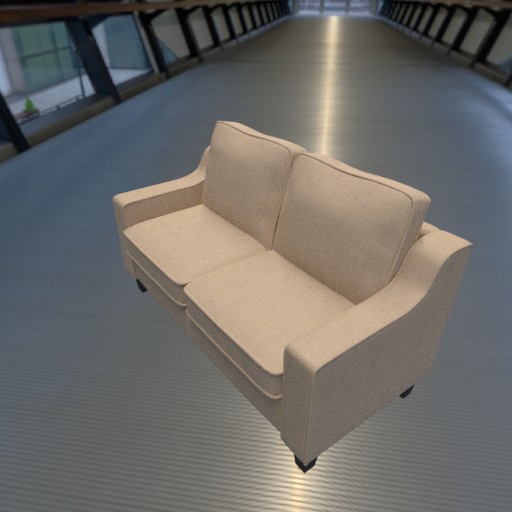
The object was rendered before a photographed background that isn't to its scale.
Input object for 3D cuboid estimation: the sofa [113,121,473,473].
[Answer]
[{"bbox_3d":[0.000,0.000,3.435,1.351,1.562,2.587,-21,37,-31],"label":"sofa"}]
